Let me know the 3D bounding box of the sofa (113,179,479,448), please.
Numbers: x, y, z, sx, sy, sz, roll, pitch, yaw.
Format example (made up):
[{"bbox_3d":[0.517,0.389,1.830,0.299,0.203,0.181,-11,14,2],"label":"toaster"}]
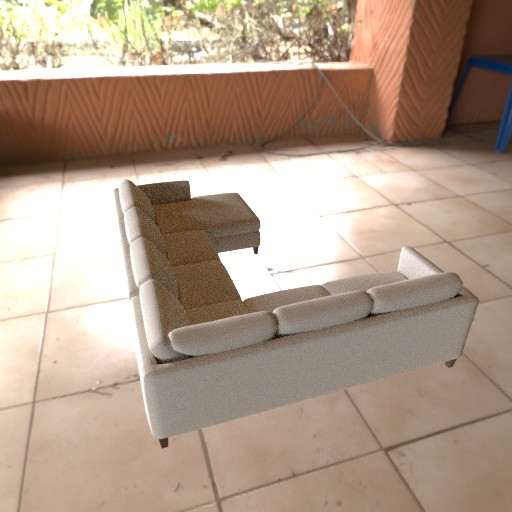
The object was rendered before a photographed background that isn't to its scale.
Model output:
[{"bbox_3d":[0.000,0.000,4.439,2.551,0.853,3.238,-10,32,-16],"label":"sofa"}]
